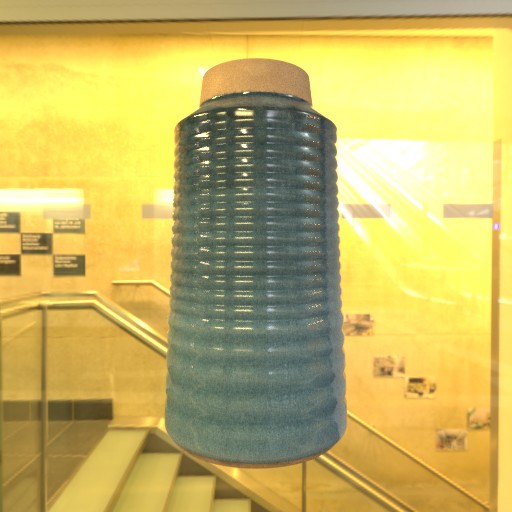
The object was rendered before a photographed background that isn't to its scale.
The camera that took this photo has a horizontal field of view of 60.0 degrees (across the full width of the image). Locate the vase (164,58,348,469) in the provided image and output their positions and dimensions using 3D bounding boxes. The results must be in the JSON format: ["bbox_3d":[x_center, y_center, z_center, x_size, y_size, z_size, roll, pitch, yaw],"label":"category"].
[{"bbox_3d":[0.000,0.000,0.401,0.163,0.316,0.163,0,1,0],"label":"vase"}]
